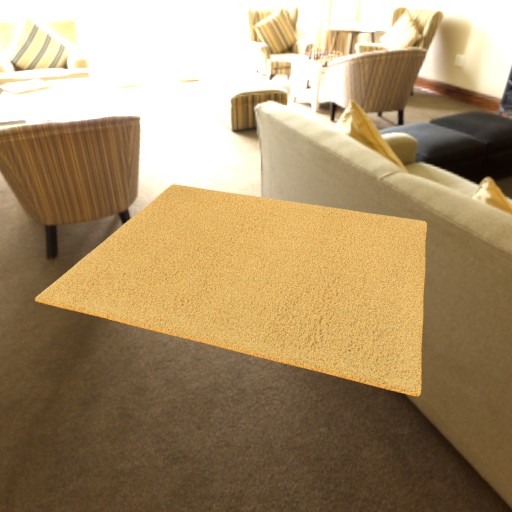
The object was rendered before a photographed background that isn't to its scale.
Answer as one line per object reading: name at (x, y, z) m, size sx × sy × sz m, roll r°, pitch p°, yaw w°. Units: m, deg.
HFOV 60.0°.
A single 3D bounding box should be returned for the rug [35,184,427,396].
rug at (0.000, 0.000, 4.203) m, size 3.047 × 0.029 × 2.438 m, roll 11°, pitch 35°, yaw 16°
